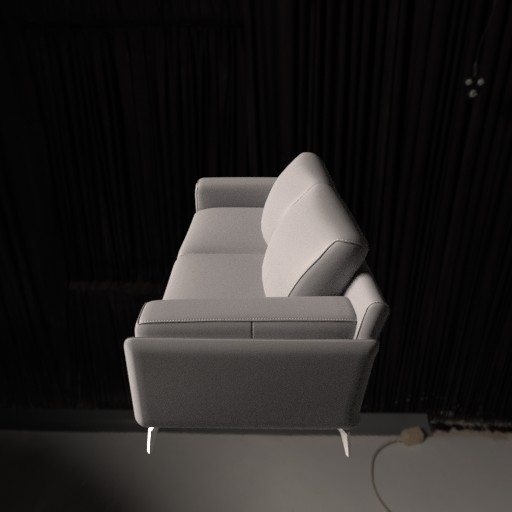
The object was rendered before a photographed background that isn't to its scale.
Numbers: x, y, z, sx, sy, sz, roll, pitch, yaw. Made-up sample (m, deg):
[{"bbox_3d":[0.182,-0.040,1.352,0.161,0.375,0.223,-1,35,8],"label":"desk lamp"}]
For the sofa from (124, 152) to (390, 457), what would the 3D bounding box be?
[{"bbox_3d":[0.000,0.000,2.593,0.969,0.900,2.100,0,26,0],"label":"sofa"}]
